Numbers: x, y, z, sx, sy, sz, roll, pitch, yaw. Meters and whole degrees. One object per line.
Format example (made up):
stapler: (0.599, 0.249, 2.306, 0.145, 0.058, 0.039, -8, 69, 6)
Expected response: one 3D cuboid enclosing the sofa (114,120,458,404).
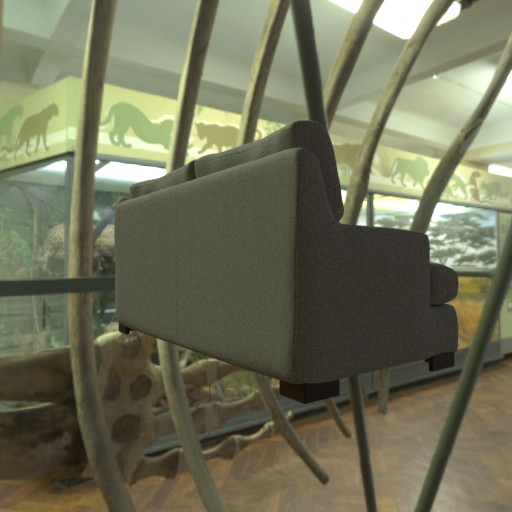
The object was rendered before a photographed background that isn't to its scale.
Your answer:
sofa: (0.000, 0.000, 2.414, 0.962, 0.980, 1.855, 0, -1, -36)
